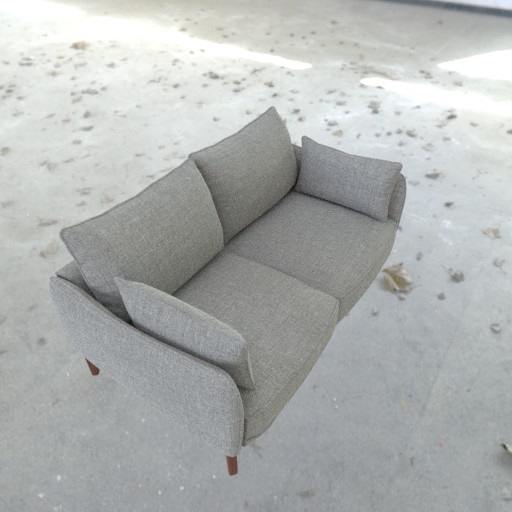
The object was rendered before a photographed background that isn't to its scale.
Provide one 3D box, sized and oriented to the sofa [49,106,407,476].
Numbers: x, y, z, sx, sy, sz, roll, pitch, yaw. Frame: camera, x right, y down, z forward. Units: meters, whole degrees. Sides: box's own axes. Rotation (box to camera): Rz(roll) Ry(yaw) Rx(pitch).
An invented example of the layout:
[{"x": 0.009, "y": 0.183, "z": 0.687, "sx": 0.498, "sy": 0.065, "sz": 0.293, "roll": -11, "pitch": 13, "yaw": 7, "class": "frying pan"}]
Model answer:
[{"x": 0.000, "y": 0.000, "z": 2.106, "sx": 0.972, "sy": 0.851, "sz": 1.580, "roll": 24, "pitch": 47, "yaw": 25, "class": "sofa"}]
